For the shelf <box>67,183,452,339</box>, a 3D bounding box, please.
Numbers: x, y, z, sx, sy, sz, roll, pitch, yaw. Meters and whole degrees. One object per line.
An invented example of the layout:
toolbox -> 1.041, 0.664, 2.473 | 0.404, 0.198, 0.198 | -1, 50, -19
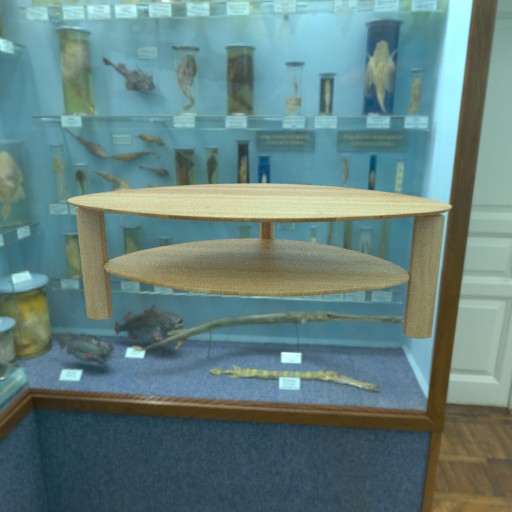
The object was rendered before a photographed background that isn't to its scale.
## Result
shelf -> 0.000, 0.000, 1.622 | 1.246, 0.440, 0.845 | 2, 15, 8
